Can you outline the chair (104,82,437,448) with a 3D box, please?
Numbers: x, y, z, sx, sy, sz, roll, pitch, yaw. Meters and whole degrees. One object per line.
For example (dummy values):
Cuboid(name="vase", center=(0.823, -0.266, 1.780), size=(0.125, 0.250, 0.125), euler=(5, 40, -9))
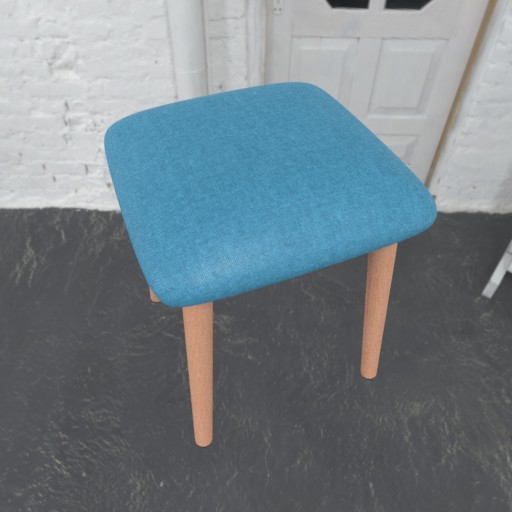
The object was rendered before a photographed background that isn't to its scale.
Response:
Cuboid(name="chair", center=(0.000, 0.000, 0.708), size=(0.360, 0.450, 0.360), euler=(-17, 50, -15))
